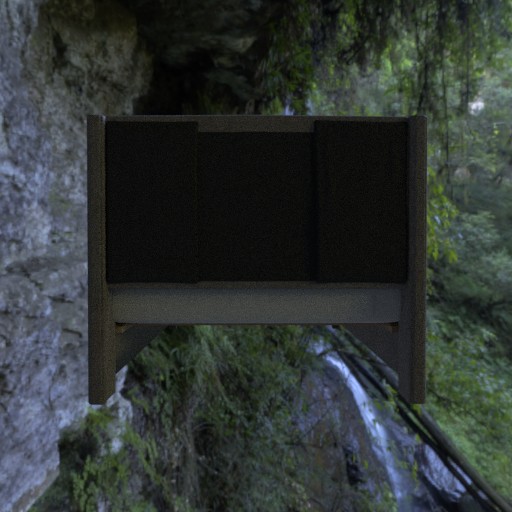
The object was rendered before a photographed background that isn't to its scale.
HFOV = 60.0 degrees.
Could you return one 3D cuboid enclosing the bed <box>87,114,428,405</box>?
[{"bbox_3d":[0.000,0.000,3.344,1.714,1.476,2.245,0,1,0],"label":"bed"}]
